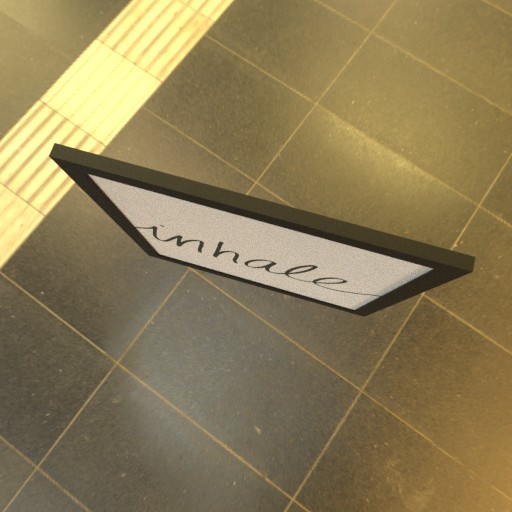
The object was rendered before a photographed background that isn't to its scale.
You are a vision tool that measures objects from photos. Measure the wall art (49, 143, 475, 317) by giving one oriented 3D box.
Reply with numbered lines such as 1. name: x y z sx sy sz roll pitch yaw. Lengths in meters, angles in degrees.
1. wall art: 0.000 0.000 0.532 0.356 0.356 0.013 16 77 4
